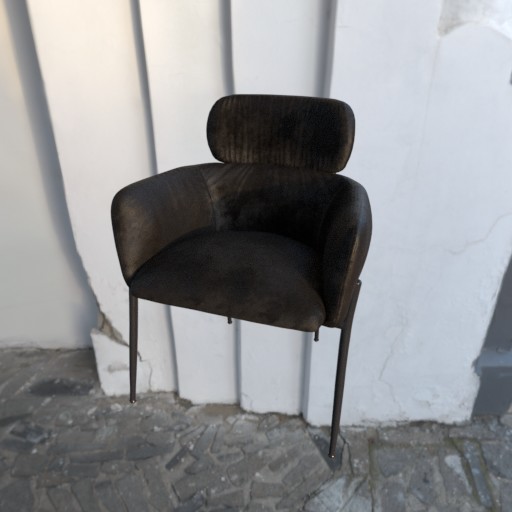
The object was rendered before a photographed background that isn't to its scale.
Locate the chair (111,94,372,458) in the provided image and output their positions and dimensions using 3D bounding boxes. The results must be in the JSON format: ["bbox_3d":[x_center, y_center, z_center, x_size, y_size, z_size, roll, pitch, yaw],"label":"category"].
[{"bbox_3d":[0.000,0.000,1.295,0.640,0.818,0.604,9,29,16],"label":"chair"}]
